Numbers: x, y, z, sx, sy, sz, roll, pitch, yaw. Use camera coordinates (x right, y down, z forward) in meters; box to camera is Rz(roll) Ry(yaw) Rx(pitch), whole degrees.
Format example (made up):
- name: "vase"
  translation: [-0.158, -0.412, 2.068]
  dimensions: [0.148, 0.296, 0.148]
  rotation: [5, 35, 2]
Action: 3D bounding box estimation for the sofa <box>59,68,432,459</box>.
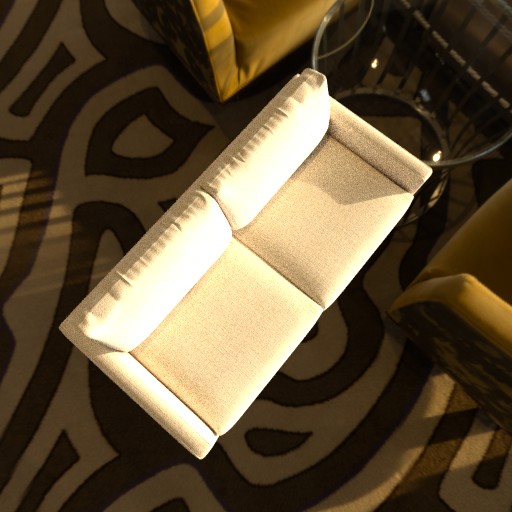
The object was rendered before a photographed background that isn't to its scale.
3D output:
- name: "sofa"
  translation: [0.000, 0.000, 2.114]
  dimensions: [0.839, 0.812, 1.651]
  rotation: [39, 79, 9]
